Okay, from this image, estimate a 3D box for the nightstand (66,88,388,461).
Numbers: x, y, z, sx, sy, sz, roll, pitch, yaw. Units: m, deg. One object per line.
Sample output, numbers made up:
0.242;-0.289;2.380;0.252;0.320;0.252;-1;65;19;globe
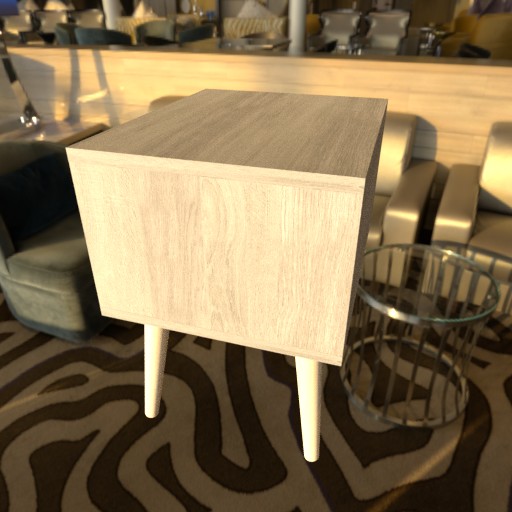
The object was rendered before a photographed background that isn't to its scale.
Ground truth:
0.000;0.000;0.821;0.380;0.500;0.450;9;31;15;nightstand
